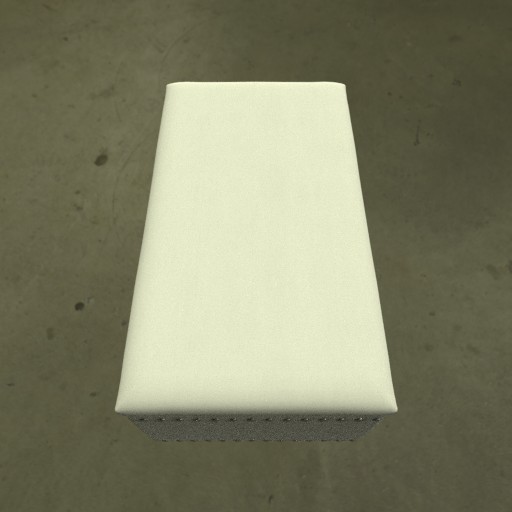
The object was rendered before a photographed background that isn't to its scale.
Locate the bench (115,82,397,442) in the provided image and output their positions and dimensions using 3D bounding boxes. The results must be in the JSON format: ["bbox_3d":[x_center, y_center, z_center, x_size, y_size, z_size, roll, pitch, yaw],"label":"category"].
[{"bbox_3d":[0.000,0.000,1.171,0.500,0.449,0.887,0,59,0],"label":"bench"}]
